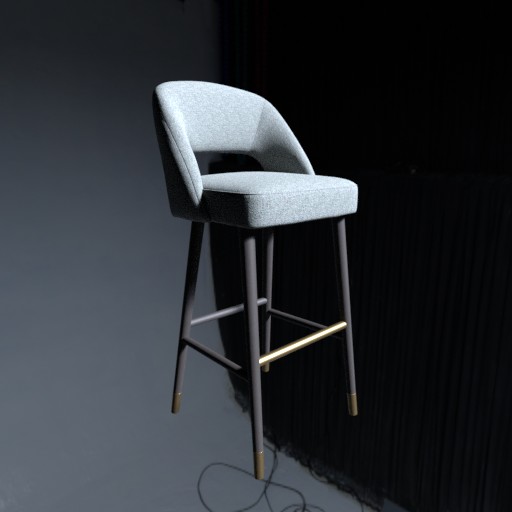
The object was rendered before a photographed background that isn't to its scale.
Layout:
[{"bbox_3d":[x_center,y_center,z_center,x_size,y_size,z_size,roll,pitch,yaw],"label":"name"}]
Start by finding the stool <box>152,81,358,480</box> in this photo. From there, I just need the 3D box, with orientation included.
[{"bbox_3d":[0.000,0.000,1.413,0.536,1.089,0.524,-12,18,-42],"label":"stool"}]
